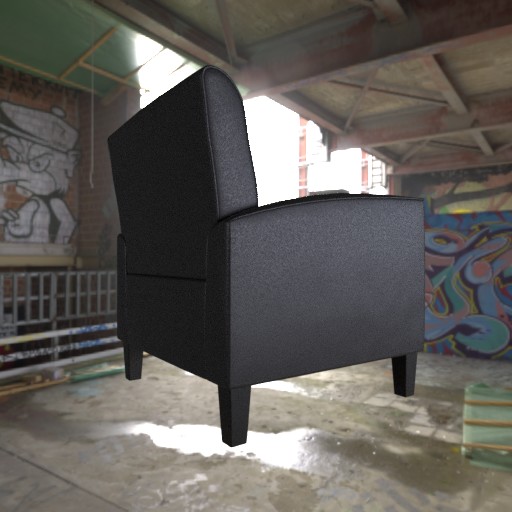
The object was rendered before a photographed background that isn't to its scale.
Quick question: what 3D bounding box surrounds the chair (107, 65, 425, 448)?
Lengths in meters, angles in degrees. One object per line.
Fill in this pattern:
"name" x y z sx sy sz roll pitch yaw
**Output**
"chair" 0.000 0.000 1.550 0.819 0.916 0.820 0 0 -35
